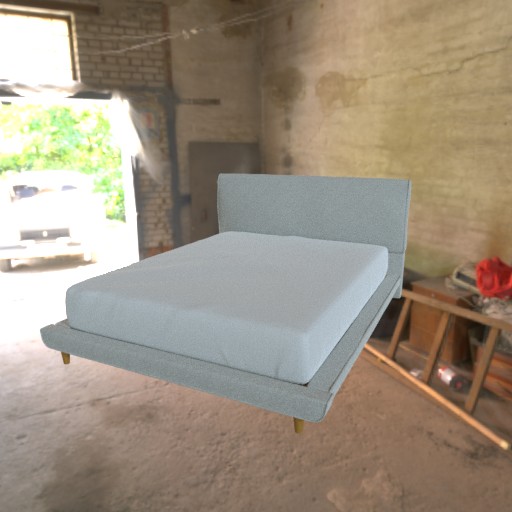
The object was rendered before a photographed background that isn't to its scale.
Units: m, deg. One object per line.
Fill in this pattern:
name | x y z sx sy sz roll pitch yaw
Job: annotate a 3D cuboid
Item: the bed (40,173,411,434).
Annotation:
bed | 0.000 0.000 3.514 1.980 1.126 2.498 7 16 25
